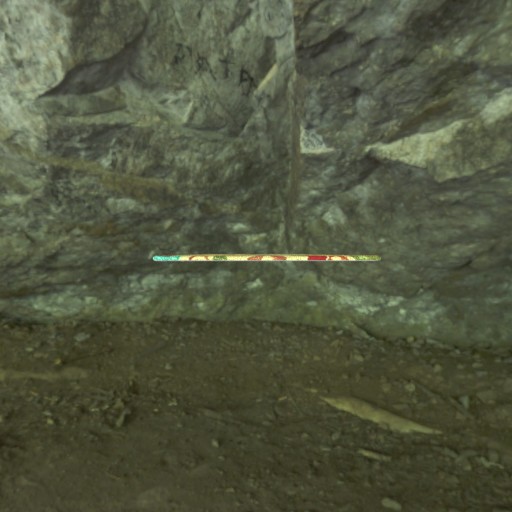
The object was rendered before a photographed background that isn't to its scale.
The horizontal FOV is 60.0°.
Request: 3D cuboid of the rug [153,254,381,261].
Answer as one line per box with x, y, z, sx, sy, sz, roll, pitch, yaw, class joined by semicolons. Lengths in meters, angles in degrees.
0.000;0.000;2.441;0.693;0.016;2.273;0;0;-2;rug
